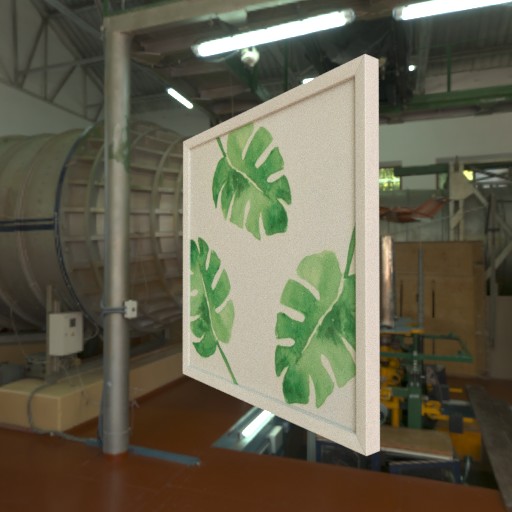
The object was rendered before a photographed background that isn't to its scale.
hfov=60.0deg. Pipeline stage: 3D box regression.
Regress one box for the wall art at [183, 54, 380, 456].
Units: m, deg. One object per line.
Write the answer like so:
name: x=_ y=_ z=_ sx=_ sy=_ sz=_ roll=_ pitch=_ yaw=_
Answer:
wall art: x=0.000 y=0.000 z=1.158 sx=0.040 sy=0.762 sz=0.762 roll=1 pitch=-1 yaw=-36
